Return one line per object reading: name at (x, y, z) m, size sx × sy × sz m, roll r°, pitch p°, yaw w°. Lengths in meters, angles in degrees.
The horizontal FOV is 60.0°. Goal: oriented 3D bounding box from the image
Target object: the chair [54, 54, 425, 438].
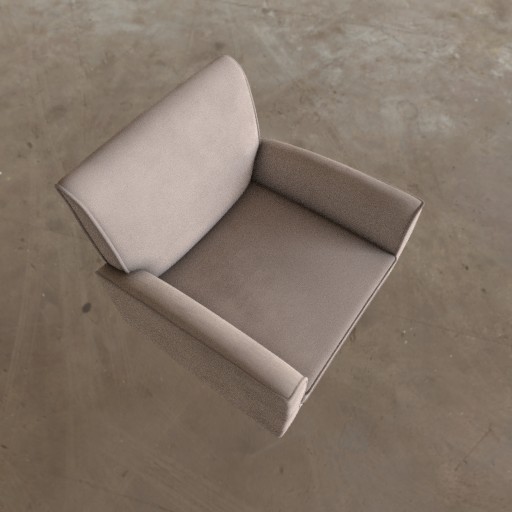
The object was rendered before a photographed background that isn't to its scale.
chair at (0.000, 0.000, 1.569) m, size 0.821 × 0.915 × 0.820 m, roll 32°, pitch 63°, yaw 18°
